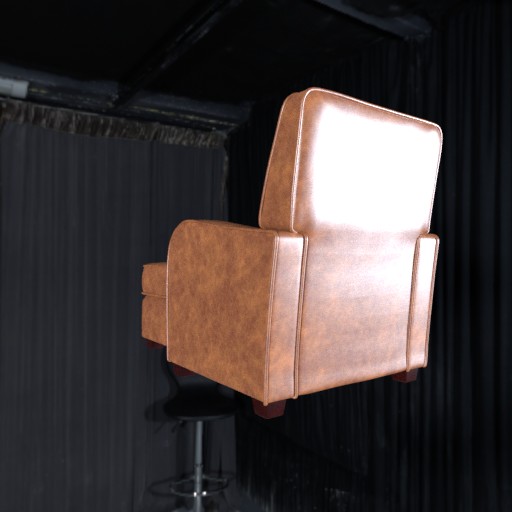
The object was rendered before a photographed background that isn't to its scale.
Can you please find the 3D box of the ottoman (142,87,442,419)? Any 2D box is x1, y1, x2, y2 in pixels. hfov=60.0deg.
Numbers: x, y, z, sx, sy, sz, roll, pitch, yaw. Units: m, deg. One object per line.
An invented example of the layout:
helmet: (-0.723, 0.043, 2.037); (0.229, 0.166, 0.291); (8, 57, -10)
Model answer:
ottoman: (0.000, 0.000, 1.837); (0.732, 0.904, 1.314); (0, -1, -35)
